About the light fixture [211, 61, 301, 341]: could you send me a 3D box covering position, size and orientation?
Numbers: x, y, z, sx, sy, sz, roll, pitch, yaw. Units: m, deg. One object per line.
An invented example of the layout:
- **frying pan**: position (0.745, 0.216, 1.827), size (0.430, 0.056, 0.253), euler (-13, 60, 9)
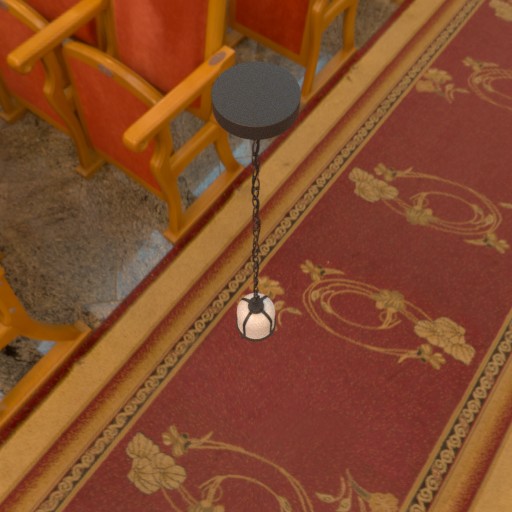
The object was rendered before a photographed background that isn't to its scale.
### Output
- **light fixture**: position (0.000, 0.000, 1.244), size (0.178, 1.181, 0.178), euler (35, 68, 16)
